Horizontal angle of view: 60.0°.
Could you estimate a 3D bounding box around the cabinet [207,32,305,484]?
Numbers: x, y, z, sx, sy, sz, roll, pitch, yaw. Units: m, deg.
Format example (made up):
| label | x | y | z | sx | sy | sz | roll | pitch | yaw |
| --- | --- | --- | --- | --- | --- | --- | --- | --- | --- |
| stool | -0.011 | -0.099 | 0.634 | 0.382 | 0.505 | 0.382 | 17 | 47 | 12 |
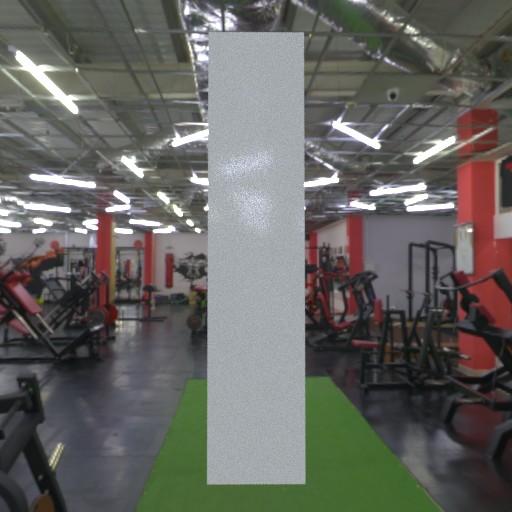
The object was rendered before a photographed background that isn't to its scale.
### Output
| label | x | y | z | sx | sy | sz | roll | pitch | yaw |
| --- | --- | --- | --- | --- | --- | --- | --- | --- | --- |
| cabinet | 0.000 | 0.000 | 1.507 | 0.300 | 1.400 | 0.270 | 0 | -2 | 0 |
